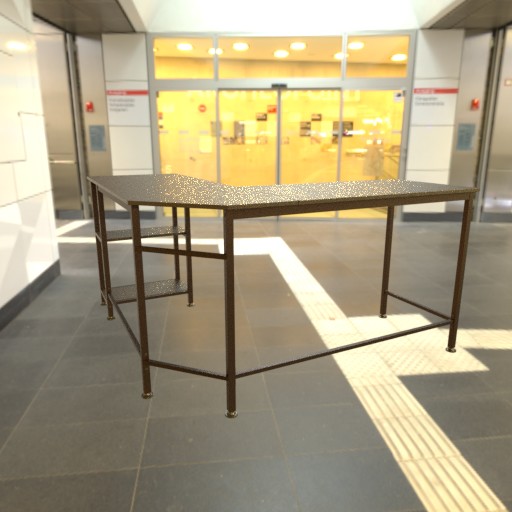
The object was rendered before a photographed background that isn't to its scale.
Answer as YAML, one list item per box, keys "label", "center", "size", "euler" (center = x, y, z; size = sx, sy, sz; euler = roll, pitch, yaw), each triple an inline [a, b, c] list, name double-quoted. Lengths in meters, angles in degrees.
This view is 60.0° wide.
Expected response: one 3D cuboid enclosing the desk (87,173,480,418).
- label: "desk"
  center: [0.000, 0.000, 2.220]
  size: [1.379, 0.739, 1.379]
  euler: [-7, 16, -26]
